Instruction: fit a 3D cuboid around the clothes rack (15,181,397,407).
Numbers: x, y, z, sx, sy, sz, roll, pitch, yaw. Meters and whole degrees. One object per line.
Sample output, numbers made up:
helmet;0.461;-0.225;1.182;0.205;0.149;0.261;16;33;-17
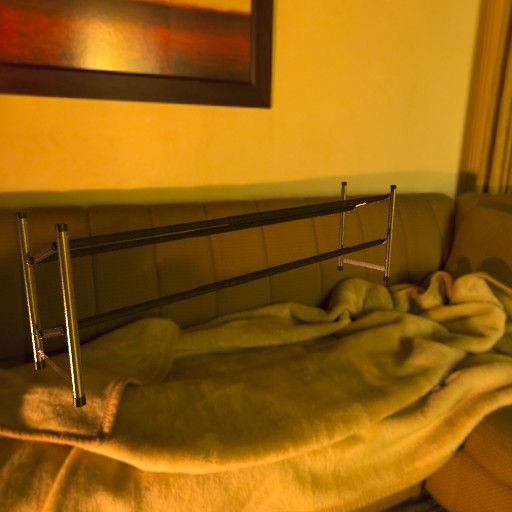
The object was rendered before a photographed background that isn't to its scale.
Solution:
clothes rack;0.000;0.000;1.264;1.168;0.349;0.229;-13;19;-43
